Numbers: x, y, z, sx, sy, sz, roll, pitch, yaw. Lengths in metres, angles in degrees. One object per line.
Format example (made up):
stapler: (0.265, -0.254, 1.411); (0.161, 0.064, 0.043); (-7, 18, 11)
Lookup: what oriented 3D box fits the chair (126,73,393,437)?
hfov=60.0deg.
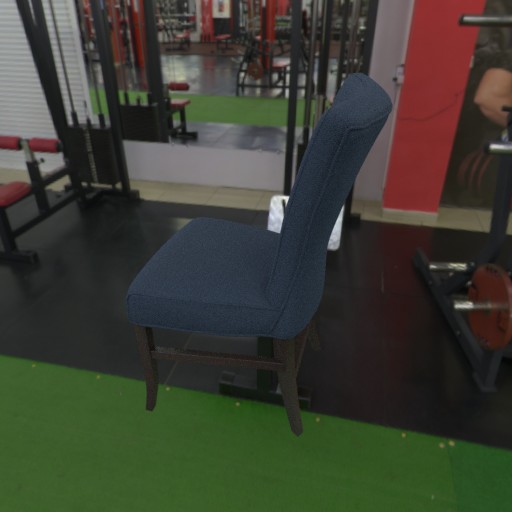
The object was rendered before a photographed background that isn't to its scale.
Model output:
chair: (0.000, 0.000, 1.336); (0.660, 0.991, 0.520); (8, 31, 13)
